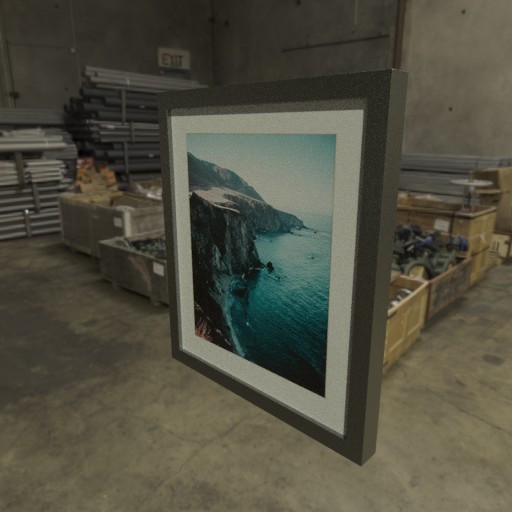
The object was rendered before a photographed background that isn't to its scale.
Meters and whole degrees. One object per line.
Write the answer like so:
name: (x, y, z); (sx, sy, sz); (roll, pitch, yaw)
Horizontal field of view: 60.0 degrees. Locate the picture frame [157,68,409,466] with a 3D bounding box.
picture frame: (0.000, 0.000, 1.334); (0.839, 0.968, 0.073); (15, 21, 42)
